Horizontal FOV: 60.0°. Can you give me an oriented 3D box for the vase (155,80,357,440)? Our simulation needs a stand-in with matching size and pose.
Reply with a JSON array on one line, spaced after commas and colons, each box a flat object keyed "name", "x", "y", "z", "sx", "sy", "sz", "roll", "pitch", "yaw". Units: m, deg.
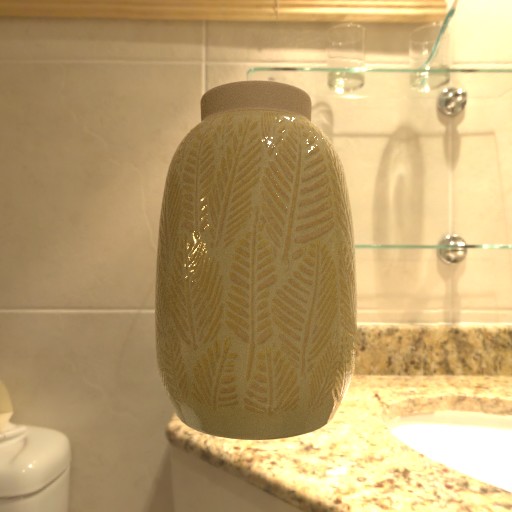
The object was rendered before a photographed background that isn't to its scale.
[{"name": "vase", "x": 0.000, "y": 0.000, "z": 0.387, "sx": 0.172, "sy": 0.270, "sz": 0.172, "roll": 0, "pitch": -1, "yaw": 0}]
